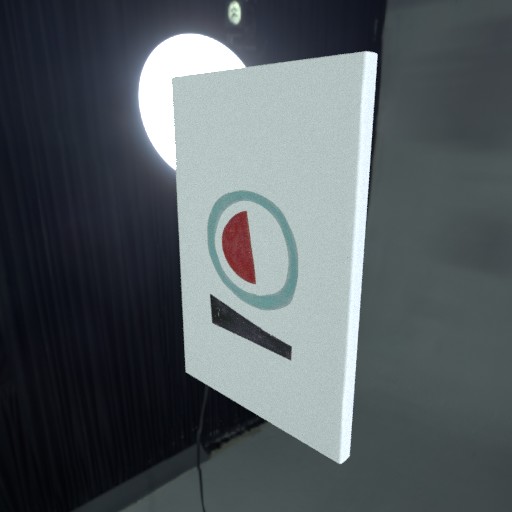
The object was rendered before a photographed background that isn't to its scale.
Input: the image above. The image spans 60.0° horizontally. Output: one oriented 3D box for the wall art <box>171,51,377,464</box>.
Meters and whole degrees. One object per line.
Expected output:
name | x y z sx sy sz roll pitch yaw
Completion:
wall art | 0.000 0.000 1.141 0.602 0.902 0.048 15 22 42
